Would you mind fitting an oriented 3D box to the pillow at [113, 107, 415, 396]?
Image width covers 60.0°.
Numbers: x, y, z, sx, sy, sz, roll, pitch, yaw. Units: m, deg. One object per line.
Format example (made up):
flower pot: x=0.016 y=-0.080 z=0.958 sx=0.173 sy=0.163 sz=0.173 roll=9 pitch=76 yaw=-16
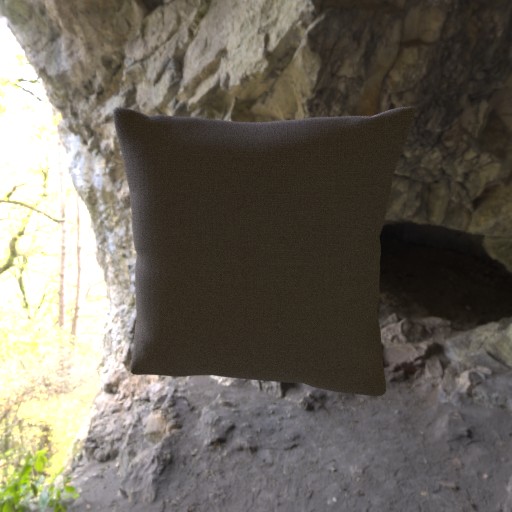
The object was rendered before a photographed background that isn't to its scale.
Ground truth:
pillow: x=0.000 y=0.000 z=0.680 sx=0.429 sy=0.436 sz=0.159 roll=2 pitch=15 yaw=7
